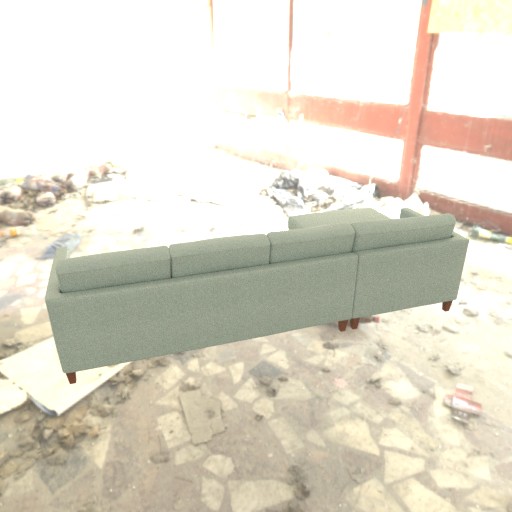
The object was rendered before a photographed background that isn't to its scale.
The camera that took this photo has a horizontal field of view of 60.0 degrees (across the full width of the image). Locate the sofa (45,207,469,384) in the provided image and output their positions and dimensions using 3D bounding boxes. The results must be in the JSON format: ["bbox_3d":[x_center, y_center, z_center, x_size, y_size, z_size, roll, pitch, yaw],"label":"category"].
[{"bbox_3d":[0.000,0.000,4.198,3.470,0.953,1.600,-8,26,-16],"label":"sofa"}]
